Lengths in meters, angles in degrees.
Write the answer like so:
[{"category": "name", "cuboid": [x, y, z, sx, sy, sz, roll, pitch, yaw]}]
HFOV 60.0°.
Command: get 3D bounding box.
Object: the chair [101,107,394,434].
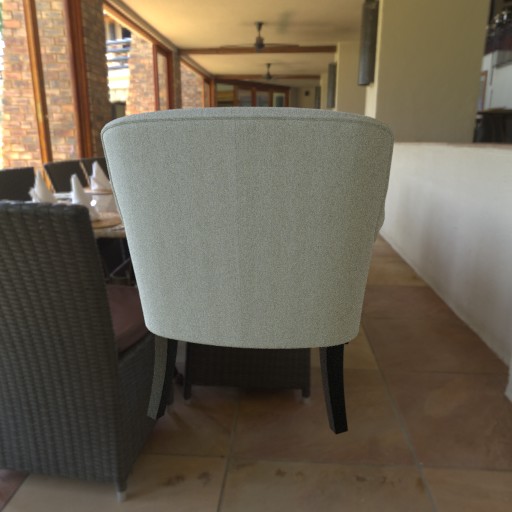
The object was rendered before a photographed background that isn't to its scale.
[{"category": "chair", "cuboid": [0.000, 0.000, 1.439, 0.781, 0.875, 0.750, 2, 15, 7]}]
